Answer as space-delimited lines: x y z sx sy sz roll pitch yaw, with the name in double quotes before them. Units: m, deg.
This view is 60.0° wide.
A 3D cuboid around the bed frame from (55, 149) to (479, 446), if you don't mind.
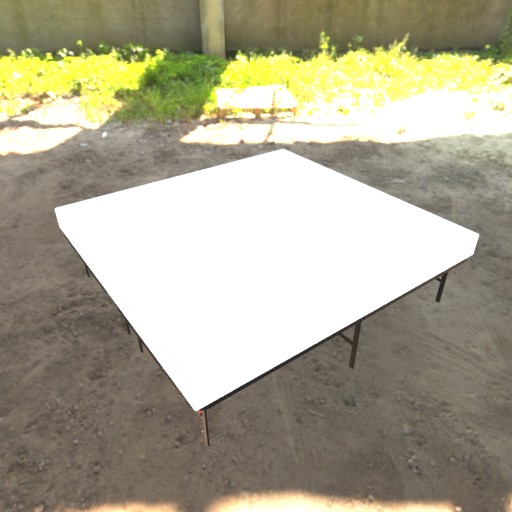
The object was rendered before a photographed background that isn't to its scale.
"bed frame" 0.000 0.000 3.053 2.032 0.559 1.930 -22 39 -30
